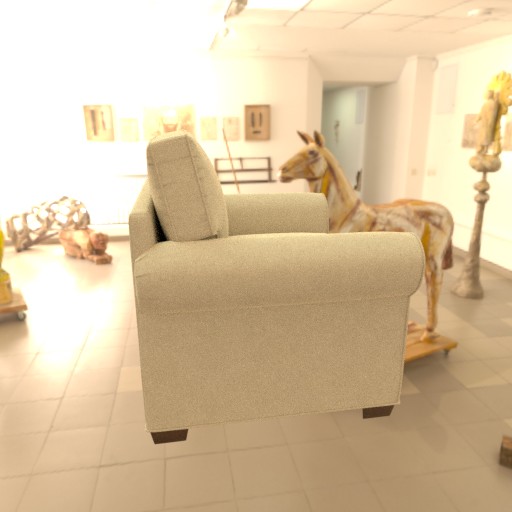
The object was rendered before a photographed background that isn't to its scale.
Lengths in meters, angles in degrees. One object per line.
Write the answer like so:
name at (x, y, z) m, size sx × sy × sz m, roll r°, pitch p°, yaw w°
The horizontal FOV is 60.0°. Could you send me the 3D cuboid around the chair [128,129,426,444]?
chair at (0.000, 0.000, 1.740) m, size 0.863 × 0.955 × 1.040 m, roll -3°, pitch 16°, yaw -10°
